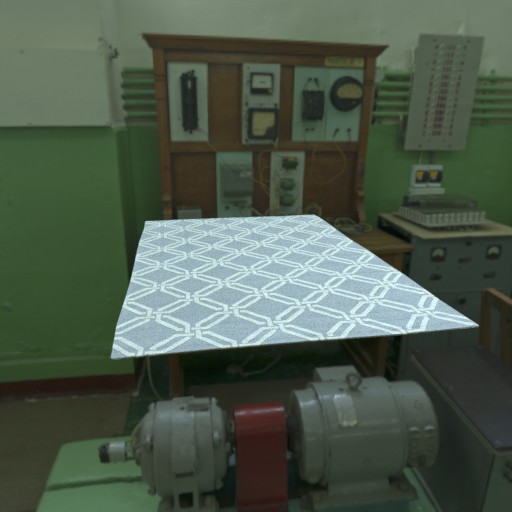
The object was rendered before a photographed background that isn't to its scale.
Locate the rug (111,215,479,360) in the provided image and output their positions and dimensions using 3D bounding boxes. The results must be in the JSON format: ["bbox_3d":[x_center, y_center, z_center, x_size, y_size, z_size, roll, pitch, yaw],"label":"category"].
[{"bbox_3d":[0.000,0.000,2.138,1.148,0.010,1.754,-3,18,-10],"label":"rug"}]
